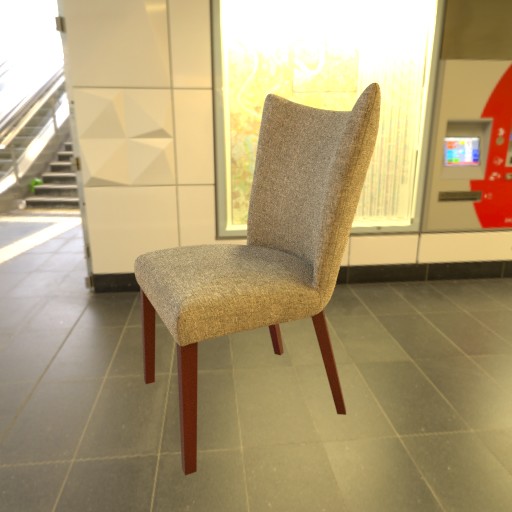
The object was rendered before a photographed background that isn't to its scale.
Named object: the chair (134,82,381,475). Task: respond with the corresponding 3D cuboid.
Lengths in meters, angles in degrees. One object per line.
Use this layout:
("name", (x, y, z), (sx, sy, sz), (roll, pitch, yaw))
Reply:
("chair", (0.000, 0.000, 1.289), (0.623, 0.924, 0.535), (-8, 19, -25))
